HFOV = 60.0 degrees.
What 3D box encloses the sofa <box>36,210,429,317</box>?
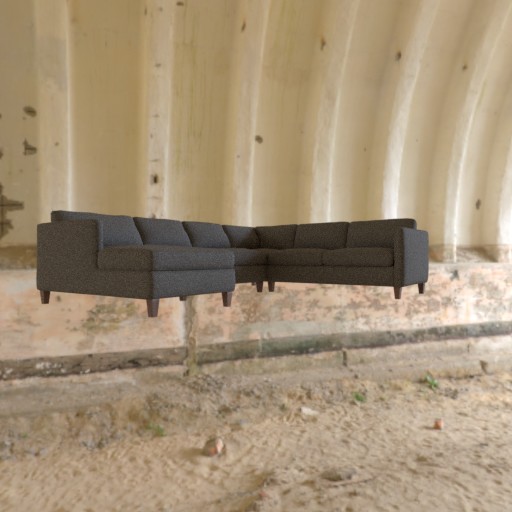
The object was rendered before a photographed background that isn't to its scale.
[{"bbox_3d":[0.000,0.000,4.474,2.551,0.853,3.238,0,0,37],"label":"sofa"}]
